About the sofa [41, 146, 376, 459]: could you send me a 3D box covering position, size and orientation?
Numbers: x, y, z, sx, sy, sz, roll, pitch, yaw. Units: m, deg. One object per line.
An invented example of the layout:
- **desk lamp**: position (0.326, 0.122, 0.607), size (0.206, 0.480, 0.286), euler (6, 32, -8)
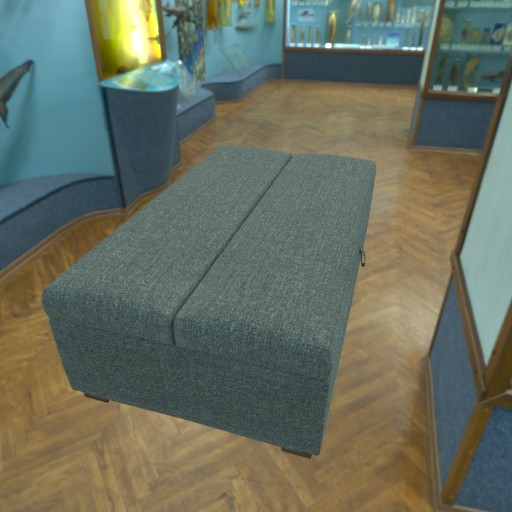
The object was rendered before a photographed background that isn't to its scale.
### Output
- **sofa**: position (0.000, 0.000, 1.580), size (0.782, 0.417, 1.198), euler (9, 33, 15)
